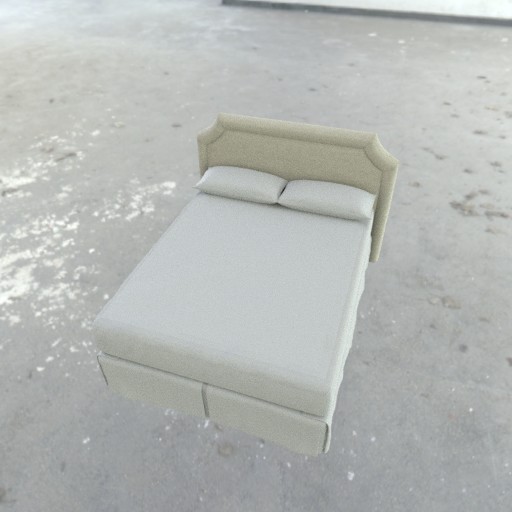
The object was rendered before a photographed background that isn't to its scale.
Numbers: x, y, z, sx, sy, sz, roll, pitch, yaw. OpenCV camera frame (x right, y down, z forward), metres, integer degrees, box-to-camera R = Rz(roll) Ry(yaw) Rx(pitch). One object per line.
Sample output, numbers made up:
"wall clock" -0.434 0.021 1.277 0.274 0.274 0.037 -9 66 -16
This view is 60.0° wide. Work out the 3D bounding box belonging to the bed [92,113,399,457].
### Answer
"bed" 0.000 0.000 3.407 1.828 1.297 2.164 12 41 14
